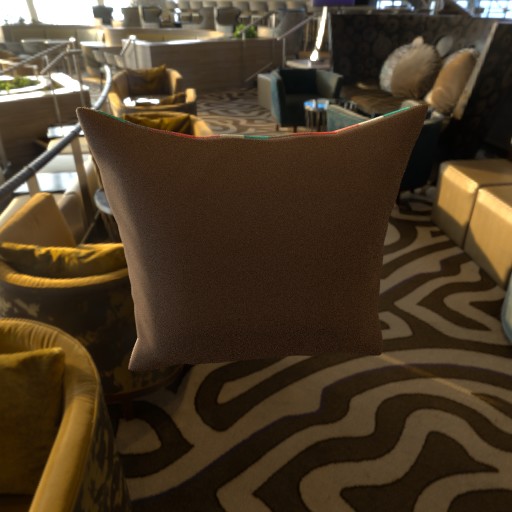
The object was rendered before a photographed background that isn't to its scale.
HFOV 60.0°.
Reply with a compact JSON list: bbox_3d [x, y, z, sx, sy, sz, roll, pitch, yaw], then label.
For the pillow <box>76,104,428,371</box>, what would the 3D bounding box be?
[{"bbox_3d":[0.000,0.000,0.677,0.453,0.443,0.168,-2,30,-3],"label":"pillow"}]
